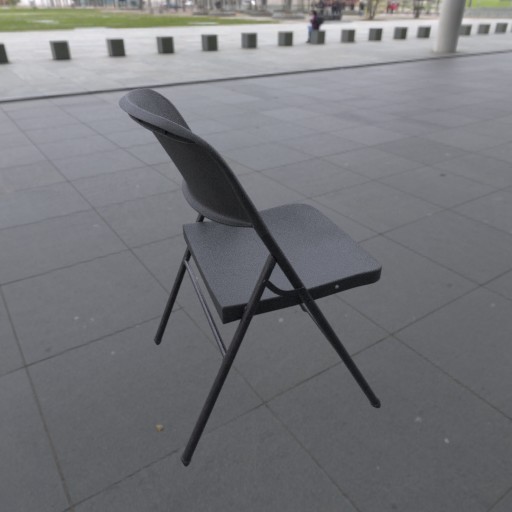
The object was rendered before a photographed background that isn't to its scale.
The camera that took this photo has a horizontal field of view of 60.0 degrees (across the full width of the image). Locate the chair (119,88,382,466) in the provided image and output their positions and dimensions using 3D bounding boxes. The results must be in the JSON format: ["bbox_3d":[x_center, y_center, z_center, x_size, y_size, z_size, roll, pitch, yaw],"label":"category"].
[{"bbox_3d":[0.000,0.000,1.145,0.567,0.810,0.494,-10,31,-17],"label":"chair"}]
